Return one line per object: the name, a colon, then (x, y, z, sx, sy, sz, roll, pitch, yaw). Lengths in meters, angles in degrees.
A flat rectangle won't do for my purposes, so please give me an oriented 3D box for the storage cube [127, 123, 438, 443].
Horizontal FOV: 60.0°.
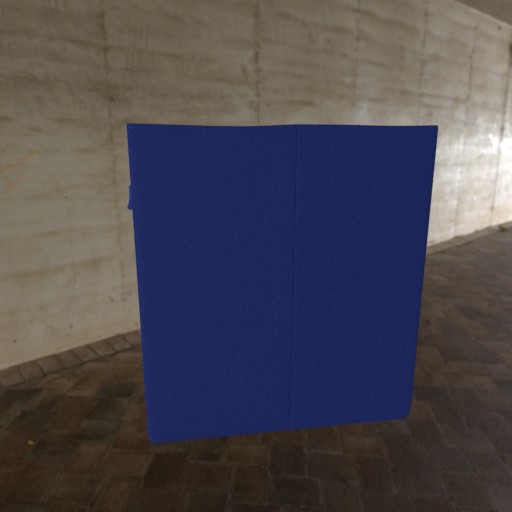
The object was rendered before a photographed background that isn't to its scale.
storage cube: (0.000, 0.000, 0.508, 0.270, 0.280, 0.270, -2, 15, -9)
